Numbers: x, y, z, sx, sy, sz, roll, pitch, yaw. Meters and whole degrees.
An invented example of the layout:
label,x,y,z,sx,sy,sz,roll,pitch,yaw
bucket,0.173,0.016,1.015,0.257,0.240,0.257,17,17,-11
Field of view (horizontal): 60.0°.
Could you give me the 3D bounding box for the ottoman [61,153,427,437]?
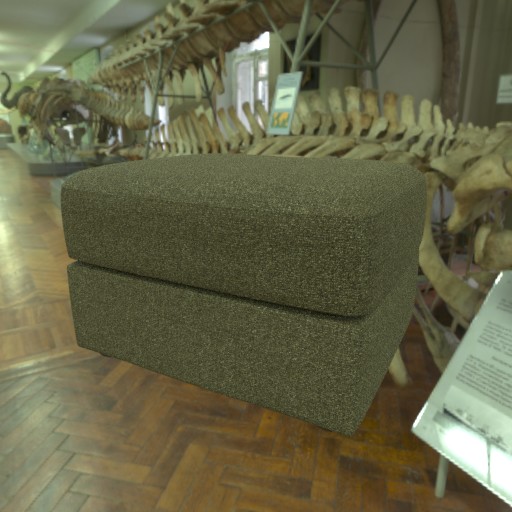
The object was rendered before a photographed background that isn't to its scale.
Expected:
label,x,y,z,sx,sy,sz,roll,pitch,yaw
ottoman,0.000,0.000,1.120,0.742,0.476,0.598,9,19,27
